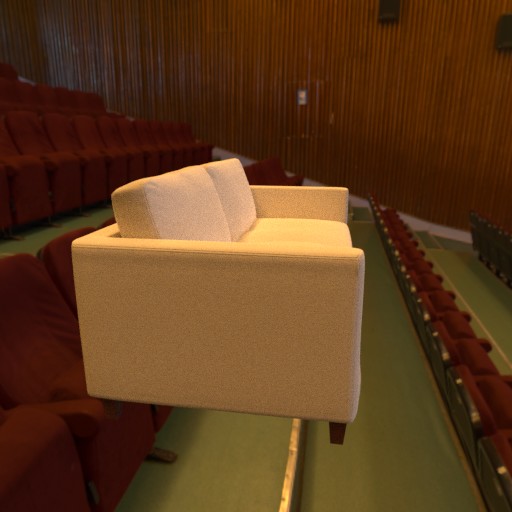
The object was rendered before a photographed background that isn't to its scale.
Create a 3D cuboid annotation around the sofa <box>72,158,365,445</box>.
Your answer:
[{"bbox_3d":[0.000,0.000,2.197,0.964,0.888,1.702,3,16,9],"label":"sofa"}]
